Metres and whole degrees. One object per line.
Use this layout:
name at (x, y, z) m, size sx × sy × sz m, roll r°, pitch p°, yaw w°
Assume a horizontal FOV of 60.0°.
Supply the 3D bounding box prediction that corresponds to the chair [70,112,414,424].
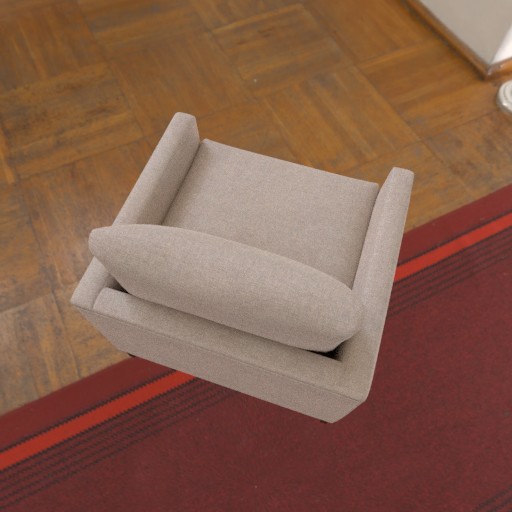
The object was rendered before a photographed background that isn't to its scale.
chair at (0.000, 0.000, 1.648) m, size 0.963 × 0.861 × 0.866 m, roll 17°, pitch 64°, yaw 8°
